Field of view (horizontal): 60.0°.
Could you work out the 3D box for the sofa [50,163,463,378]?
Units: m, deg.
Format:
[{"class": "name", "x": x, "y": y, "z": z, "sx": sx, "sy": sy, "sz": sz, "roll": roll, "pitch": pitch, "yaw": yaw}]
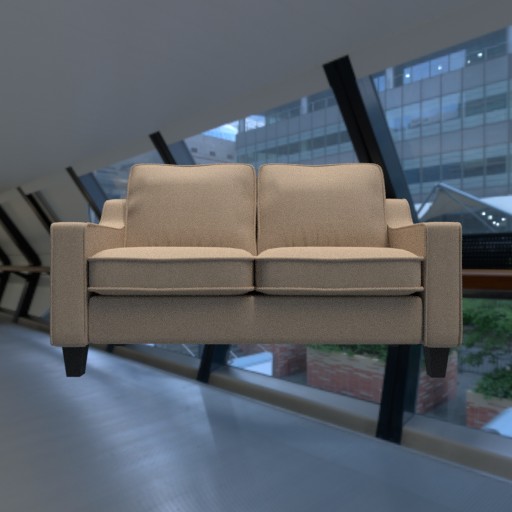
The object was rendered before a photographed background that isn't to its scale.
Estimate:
[{"class": "sofa", "x": 0.000, "y": 0.000, "z": 3.388, "sx": 2.587, "sy": 1.562, "sz": 1.351, "roll": 0, "pitch": 0, "yaw": 0}]
